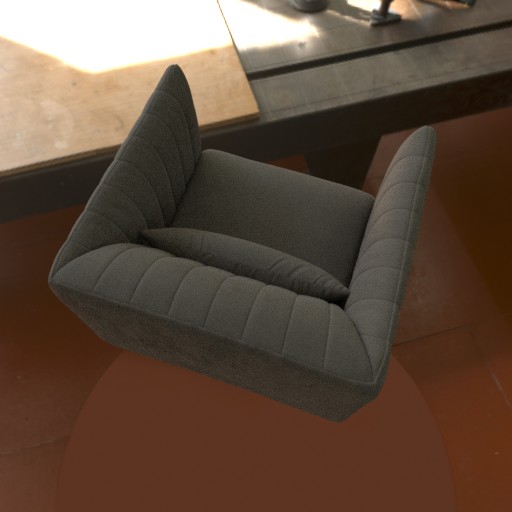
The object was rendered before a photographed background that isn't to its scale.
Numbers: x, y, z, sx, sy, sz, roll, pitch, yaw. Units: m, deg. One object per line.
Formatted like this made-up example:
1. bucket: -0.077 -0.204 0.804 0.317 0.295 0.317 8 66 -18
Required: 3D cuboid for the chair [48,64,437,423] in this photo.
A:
1. chair: 0.000 0.000 1.601 0.981 0.779 0.873 17 65 8
